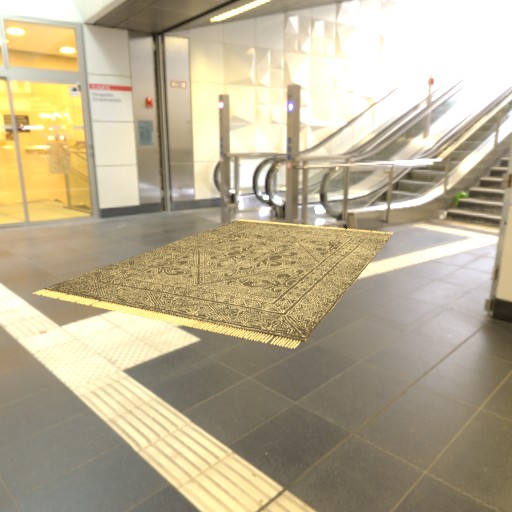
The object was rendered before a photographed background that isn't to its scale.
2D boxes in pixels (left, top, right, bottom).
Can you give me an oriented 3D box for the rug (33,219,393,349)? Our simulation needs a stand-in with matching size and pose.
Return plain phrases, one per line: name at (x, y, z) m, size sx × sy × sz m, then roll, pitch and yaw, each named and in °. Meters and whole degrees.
rug at (0.000, 0.000, 3.133) m, size 1.529 × 0.010 × 2.440 m, roll 7°, pitch 17°, yaw 24°
